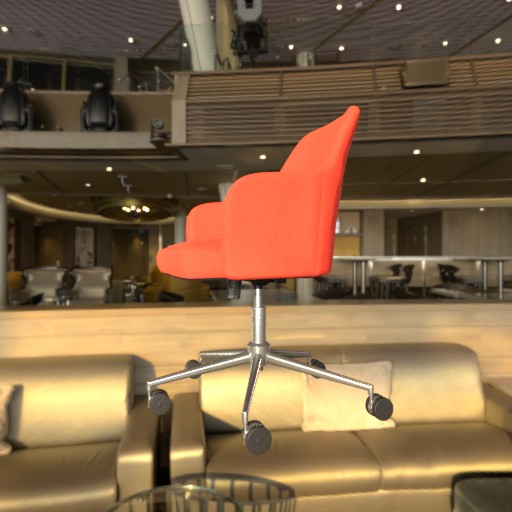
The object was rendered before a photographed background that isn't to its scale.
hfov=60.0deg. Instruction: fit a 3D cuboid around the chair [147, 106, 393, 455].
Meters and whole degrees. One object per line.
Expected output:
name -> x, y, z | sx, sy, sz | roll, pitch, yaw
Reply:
chair -> 0.000, 0.000, 1.250 | 0.600, 0.820, 0.655 | 0, 0, -18
